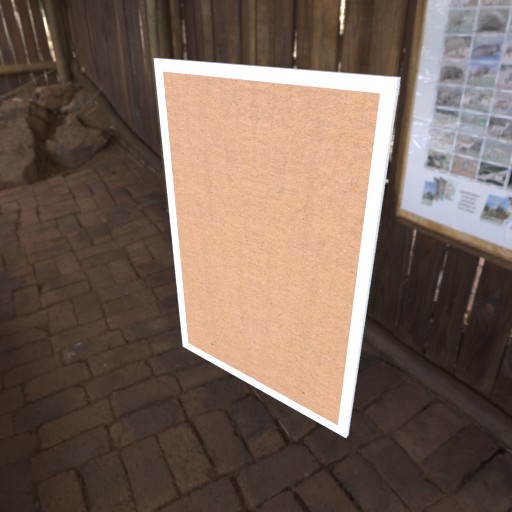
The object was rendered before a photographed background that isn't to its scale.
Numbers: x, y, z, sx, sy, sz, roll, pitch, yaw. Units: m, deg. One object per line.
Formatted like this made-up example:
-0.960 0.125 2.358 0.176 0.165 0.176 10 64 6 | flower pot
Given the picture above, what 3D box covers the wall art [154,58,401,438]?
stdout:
0.000 0.000 1.220 0.660 0.965 0.015 20 34 32 | wall art
